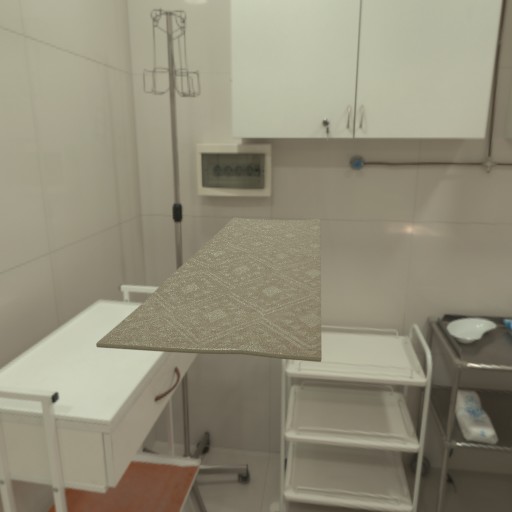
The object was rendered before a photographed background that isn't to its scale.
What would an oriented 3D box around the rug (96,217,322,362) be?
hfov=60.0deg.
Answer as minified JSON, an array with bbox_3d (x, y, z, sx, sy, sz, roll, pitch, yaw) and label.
[{"bbox_3d":[0.000,0.000,2.602,0.752,0.051,2.452,2,15,8],"label":"rug"}]
